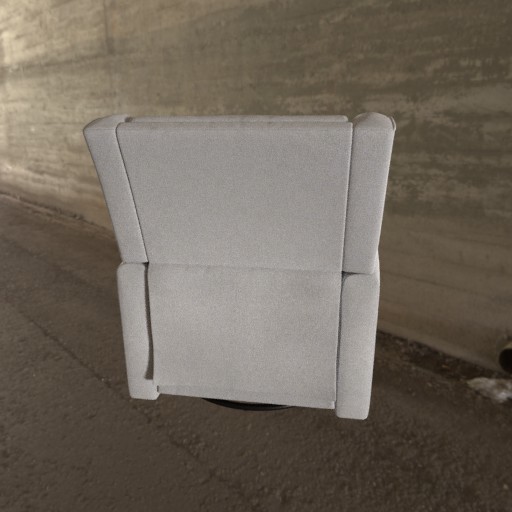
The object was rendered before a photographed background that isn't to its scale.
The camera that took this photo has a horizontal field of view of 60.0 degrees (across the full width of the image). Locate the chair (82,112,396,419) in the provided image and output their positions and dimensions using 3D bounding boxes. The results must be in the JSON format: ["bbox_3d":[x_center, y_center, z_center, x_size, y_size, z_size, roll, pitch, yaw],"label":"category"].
[{"bbox_3d":[0.000,0.000,1.599,0.906,0.967,0.854,2,16,8],"label":"chair"}]
